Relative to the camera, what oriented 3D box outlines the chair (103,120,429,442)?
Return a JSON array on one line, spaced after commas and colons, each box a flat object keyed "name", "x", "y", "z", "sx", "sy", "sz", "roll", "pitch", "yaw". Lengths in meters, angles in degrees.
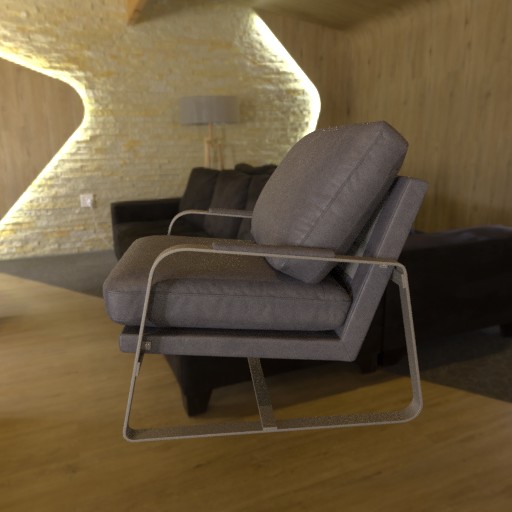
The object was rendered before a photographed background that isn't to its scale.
[{"name": "chair", "x": 0.000, "y": 0.000, "z": 1.460, "sx": 0.878, "sy": 0.839, "sz": 0.692, "roll": -2, "pitch": 14, "yaw": -6}]
